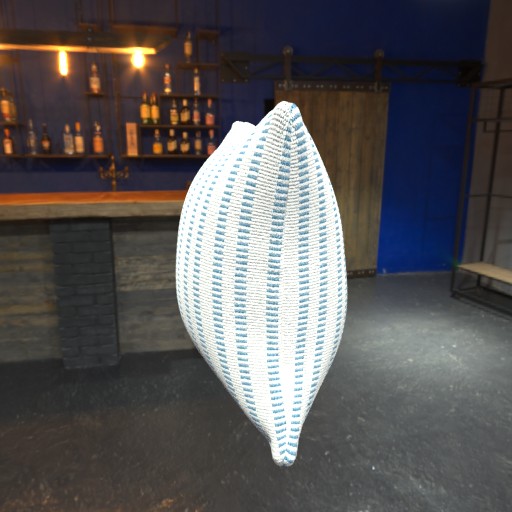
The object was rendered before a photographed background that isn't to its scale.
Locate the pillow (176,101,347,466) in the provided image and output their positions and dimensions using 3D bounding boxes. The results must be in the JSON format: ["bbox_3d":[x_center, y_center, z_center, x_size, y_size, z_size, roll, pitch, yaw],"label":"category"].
[{"bbox_3d":[0.000,0.000,0.685,0.247,0.419,0.438,-2,14,-9],"label":"pillow"}]
